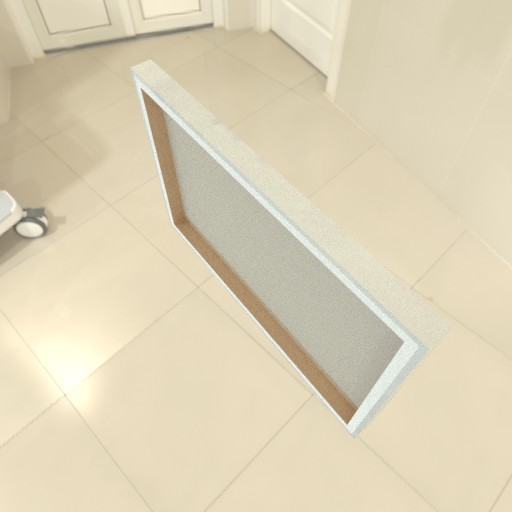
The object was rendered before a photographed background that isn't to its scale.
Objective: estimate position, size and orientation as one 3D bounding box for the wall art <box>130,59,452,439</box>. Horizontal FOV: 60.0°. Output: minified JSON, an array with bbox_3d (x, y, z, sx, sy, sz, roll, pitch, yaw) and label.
[{"bbox_3d":[0.000,0.000,0.753,0.038,0.407,0.609,-33,62,-20],"label":"wall art"}]
